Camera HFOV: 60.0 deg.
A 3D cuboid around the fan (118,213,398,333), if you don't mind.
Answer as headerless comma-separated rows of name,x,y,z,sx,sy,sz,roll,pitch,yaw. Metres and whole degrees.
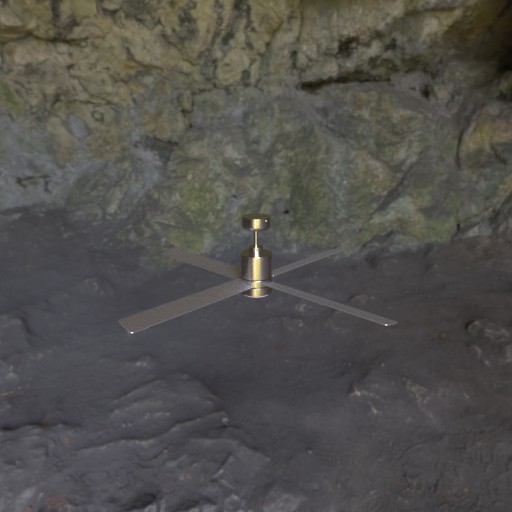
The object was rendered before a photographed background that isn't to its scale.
fan,0.000,0.000,1.948,1.322,0.355,1.322,16,23,41
